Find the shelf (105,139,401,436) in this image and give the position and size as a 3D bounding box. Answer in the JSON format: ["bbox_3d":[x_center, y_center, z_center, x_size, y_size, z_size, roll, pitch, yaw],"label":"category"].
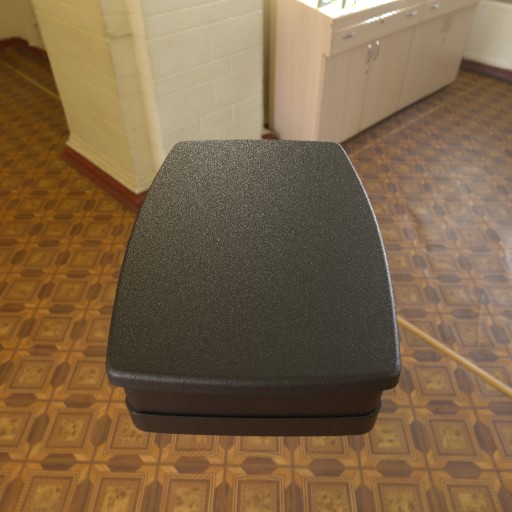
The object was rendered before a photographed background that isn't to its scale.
[{"bbox_3d":[0.000,0.000,0.531,0.280,0.100,0.410,1,42,1],"label":"shelf"}]
